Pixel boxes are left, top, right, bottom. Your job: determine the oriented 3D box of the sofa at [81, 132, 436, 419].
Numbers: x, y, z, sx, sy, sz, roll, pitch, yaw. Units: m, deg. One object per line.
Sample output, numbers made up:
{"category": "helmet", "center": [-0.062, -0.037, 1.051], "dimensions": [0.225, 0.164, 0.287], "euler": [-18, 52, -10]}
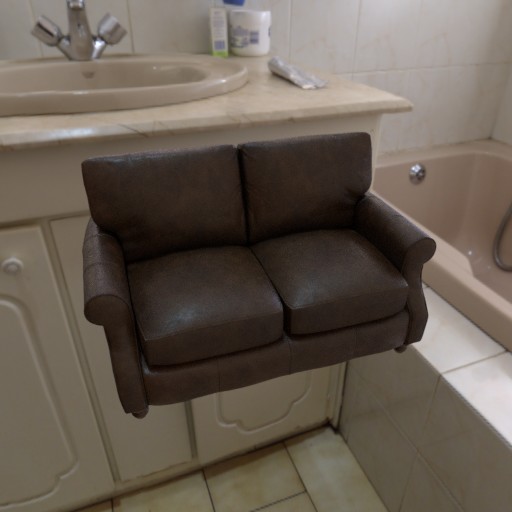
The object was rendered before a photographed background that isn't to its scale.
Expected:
{"category": "sofa", "center": [0.000, 0.000, 2.218], "dimensions": [1.616, 0.976, 0.990], "euler": [-10, 32, -15]}
